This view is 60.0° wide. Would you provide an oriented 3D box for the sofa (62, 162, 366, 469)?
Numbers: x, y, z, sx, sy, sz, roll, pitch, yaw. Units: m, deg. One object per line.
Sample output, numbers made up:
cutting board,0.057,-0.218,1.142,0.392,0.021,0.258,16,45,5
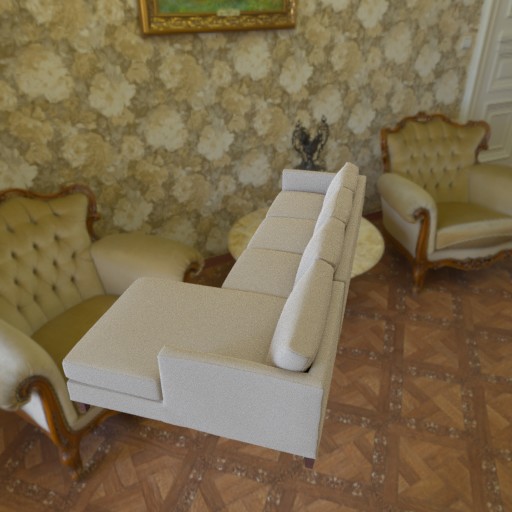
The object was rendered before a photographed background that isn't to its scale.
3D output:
sofa,0.000,0.000,3.837,1.625,0.861,3.186,8,31,14
